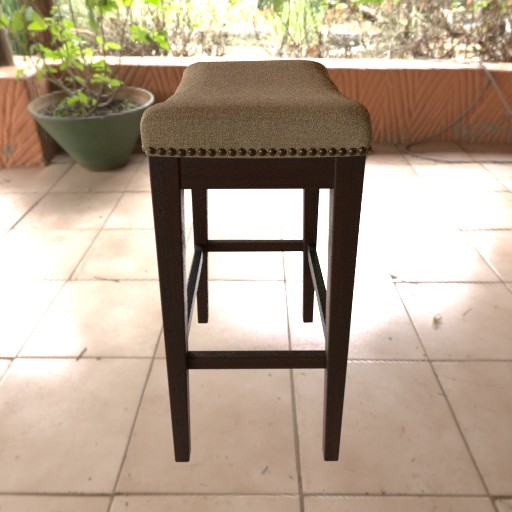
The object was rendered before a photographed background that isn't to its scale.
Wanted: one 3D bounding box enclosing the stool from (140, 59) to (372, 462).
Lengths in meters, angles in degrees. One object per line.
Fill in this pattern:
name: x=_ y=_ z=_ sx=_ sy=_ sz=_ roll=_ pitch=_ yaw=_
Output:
stool: x=0.000 y=0.000 z=1.006 sx=0.363 sy=0.768 sz=0.509 roll=0 pitch=31 yaw=0
